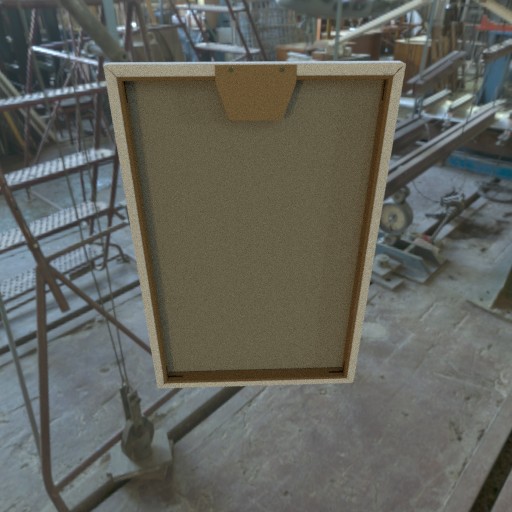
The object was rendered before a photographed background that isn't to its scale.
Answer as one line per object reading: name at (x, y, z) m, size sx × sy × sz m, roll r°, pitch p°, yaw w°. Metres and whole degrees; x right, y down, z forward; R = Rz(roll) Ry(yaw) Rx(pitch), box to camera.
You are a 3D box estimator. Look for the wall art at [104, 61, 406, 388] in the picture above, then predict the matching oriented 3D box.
wall art at (0.000, 0.000, 1.134) m, size 0.602 × 0.916 × 0.048 m, roll -1°, pitch 32°, yaw -2°
